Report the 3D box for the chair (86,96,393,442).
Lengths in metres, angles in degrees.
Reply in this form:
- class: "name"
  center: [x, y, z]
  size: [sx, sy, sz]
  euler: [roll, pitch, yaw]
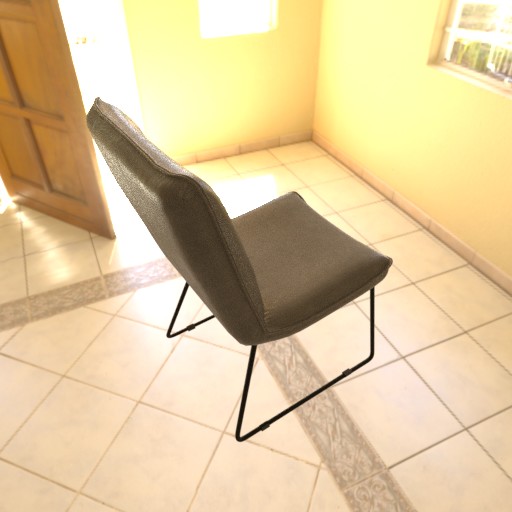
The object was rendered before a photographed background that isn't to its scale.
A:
- class: "chair"
  center: [0.000, 0.000, 1.318]
  size: [0.688, 0.932, 0.515]
  euler: [-23, 45, -26]
